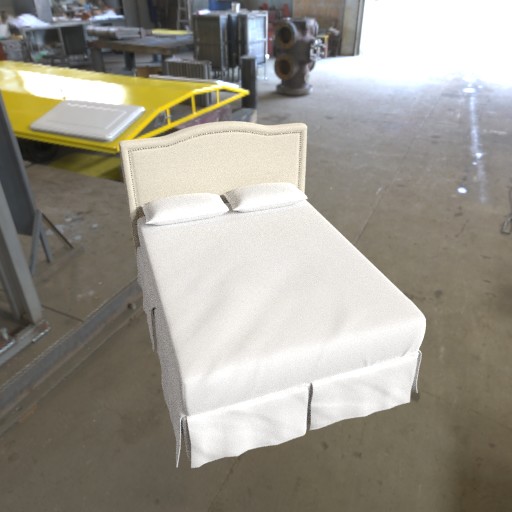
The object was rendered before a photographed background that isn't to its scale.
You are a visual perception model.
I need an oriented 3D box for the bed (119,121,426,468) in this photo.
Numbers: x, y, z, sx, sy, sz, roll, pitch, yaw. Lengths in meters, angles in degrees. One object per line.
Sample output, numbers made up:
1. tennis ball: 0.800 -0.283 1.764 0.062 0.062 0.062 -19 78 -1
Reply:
1. bed: 0.000 0.000 3.348 1.741 1.449 2.196 -11 34 -16
